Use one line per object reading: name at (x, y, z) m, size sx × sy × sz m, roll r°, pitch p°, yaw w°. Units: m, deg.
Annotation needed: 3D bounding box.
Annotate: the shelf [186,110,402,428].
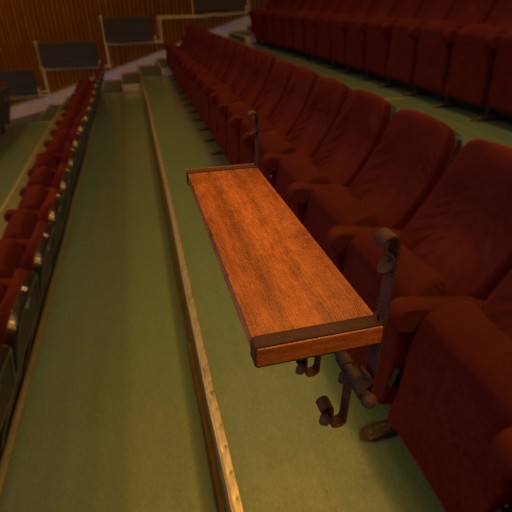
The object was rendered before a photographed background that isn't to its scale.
shelf at (0.000, 0.000, 0.707) m, size 0.146 × 0.330 × 0.567 m, roll -8°, pitch 32°, yaw -13°
